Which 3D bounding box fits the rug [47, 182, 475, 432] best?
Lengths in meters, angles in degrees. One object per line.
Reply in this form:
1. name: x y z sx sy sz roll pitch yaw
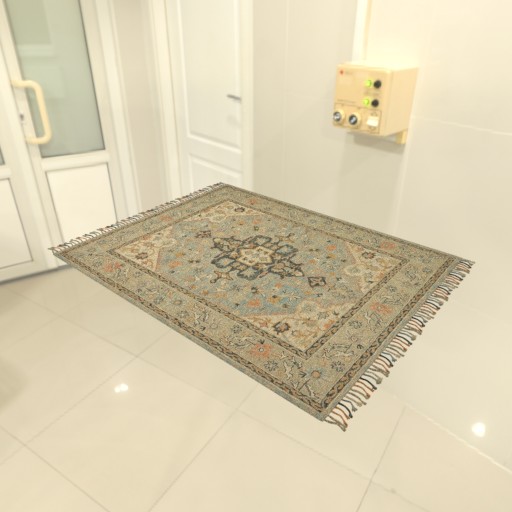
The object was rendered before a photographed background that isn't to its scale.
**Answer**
1. rug: 0.000 0.000 2.202 1.730 0.009 1.278 23 37 34
